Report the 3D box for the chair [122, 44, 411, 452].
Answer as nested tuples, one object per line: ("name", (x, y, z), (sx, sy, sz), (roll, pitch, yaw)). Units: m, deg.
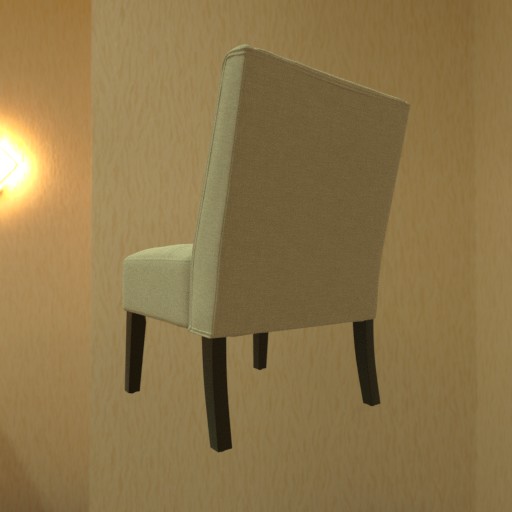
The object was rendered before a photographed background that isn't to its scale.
("chair", (0.000, 0.000, 1.292), (0.569, 0.853, 0.676), (1, -1, -37))
